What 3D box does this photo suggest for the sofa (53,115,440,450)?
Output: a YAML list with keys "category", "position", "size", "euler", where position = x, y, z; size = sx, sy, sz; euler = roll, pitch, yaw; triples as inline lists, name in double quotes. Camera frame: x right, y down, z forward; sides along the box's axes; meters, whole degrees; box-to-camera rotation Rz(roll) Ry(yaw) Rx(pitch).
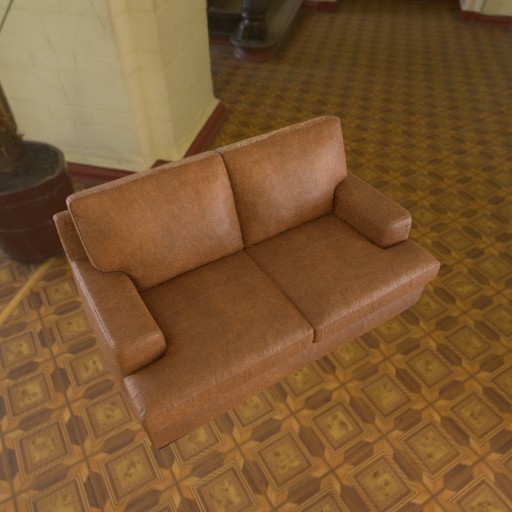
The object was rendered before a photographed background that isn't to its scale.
- category: "sofa"
  position: [0.000, 0.000, 2.500]
  size: [1.880, 0.966, 1.144]
  euler: [-23, 49, -22]
